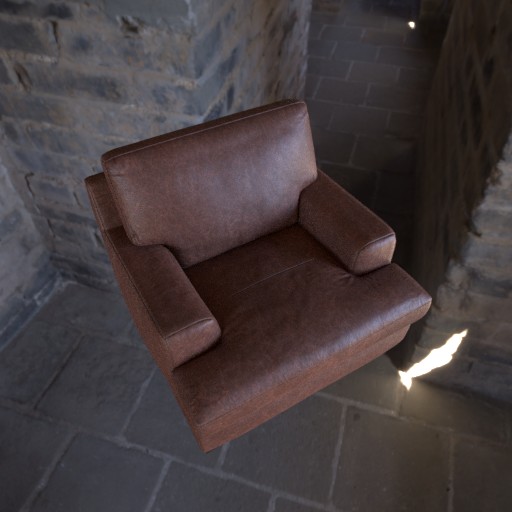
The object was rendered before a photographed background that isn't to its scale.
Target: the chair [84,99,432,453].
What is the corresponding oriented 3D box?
[{"bbox_3d":[0.000,0.000,2.010,1.168,0.939,1.143,-23,51,-20],"label":"chair"}]
